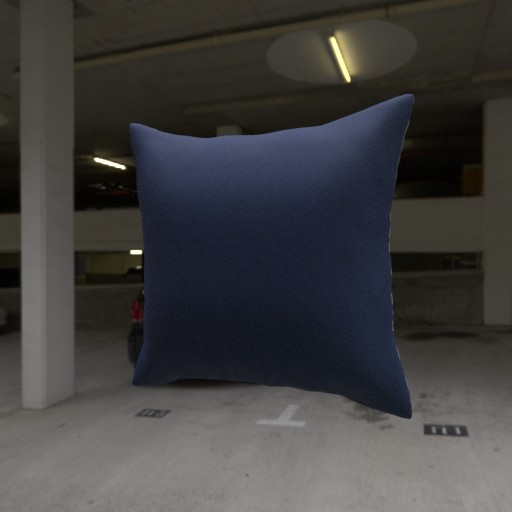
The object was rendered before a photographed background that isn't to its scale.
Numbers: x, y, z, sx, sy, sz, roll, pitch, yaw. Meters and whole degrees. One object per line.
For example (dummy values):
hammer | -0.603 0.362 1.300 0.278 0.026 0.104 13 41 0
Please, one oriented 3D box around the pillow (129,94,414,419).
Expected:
pillow | 0.000 0.000 0.754 0.504 0.494 0.188 0 1 19
